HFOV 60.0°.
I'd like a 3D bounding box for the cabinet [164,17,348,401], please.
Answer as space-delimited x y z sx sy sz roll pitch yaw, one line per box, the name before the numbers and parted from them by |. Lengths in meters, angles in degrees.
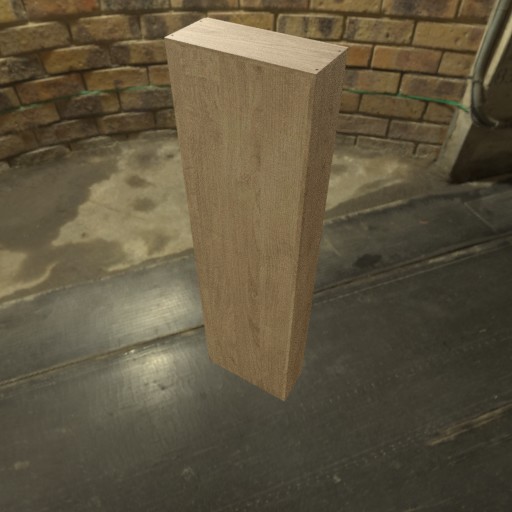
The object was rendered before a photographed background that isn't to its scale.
cabinet | 0.000 0.000 1.936 0.500 1.790 0.230 23 50 21
